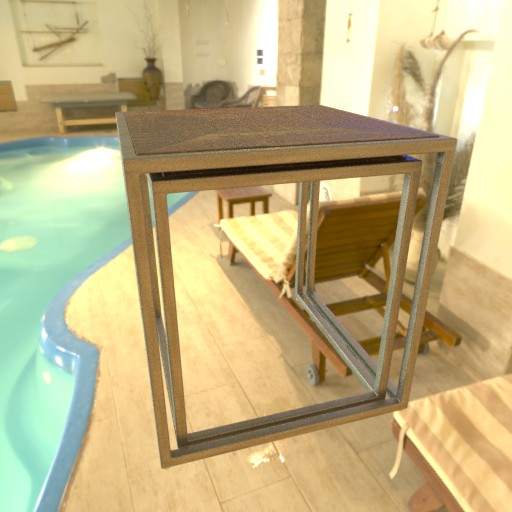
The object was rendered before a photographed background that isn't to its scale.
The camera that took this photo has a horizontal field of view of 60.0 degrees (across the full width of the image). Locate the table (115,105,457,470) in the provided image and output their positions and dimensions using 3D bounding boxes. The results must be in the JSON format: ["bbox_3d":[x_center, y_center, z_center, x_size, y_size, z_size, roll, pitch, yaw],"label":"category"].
[{"bbox_3d":[0.000,0.000,0.853,0.450,0.500,0.449,-7,26,-15],"label":"table"}]
